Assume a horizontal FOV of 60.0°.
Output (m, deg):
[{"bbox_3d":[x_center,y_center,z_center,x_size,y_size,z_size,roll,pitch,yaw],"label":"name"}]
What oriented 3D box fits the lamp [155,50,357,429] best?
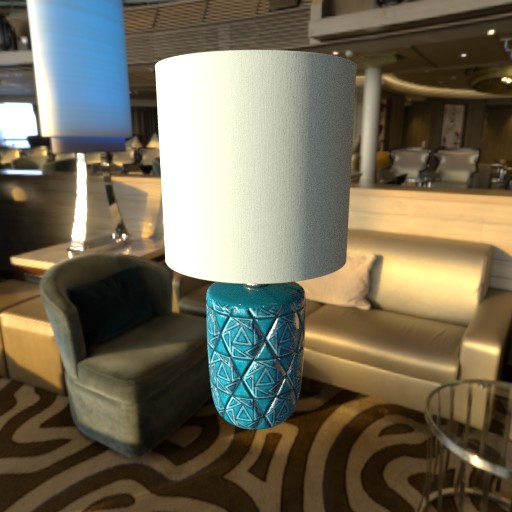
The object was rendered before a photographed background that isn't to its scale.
[{"bbox_3d":[0.000,0.000,0.481,0.193,0.377,0.193,7,16,26],"label":"lamp"}]
